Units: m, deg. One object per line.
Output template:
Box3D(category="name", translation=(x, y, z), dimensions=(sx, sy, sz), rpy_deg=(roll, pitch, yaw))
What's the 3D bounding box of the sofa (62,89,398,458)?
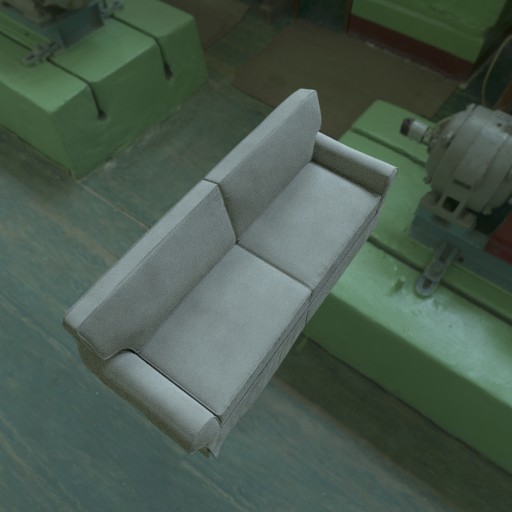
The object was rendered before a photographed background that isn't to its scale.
Box3D(category="sofa", translation=(0.000, 0.000, 2.780), dimensions=(0.900, 1.014, 2.246), rpy_deg=(31, 63, 18))
